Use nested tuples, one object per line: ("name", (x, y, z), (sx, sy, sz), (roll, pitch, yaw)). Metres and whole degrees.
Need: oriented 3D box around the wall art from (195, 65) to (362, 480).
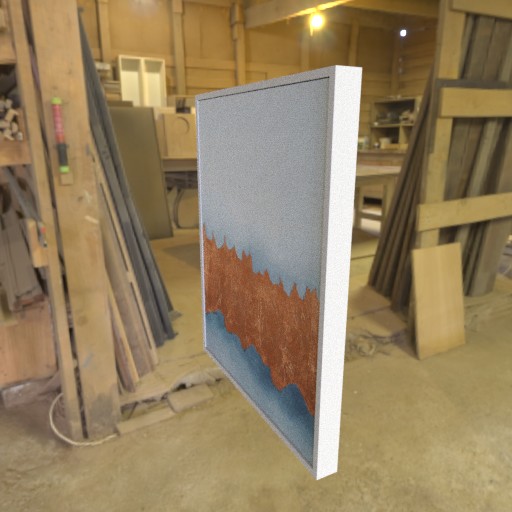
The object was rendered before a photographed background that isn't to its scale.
("wall art", (0.000, 0.000, 0.764), (0.039, 0.553, 0.451), (-8, 17, -26))
